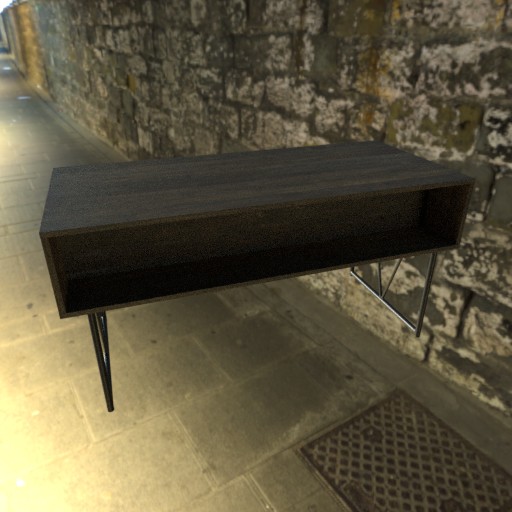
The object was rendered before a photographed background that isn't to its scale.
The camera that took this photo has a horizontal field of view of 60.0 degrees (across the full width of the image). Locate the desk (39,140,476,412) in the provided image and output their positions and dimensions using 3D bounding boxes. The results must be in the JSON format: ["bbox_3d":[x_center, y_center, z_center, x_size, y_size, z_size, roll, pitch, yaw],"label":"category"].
[{"bbox_3d":[0.000,0.000,2.017,1.600,0.780,0.730,-9,29,-17],"label":"desk"}]
